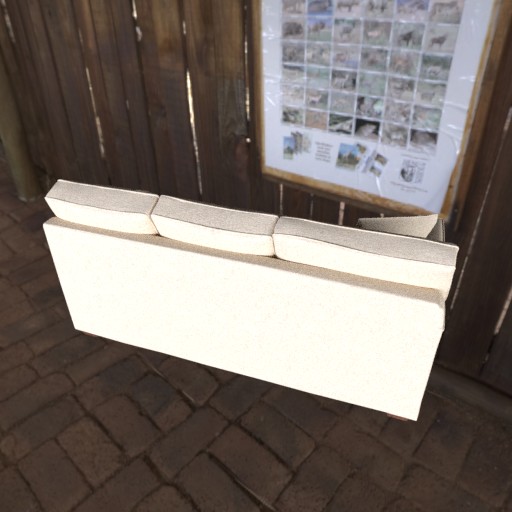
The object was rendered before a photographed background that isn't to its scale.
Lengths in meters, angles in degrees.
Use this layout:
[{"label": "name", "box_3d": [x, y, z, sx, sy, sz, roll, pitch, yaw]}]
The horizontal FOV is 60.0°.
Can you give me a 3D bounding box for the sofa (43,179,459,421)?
[{"label": "sofa", "box_3d": [0.000, 0.000, 2.525, 1.962, 0.946, 1.034, 11, 34, 16]}]
